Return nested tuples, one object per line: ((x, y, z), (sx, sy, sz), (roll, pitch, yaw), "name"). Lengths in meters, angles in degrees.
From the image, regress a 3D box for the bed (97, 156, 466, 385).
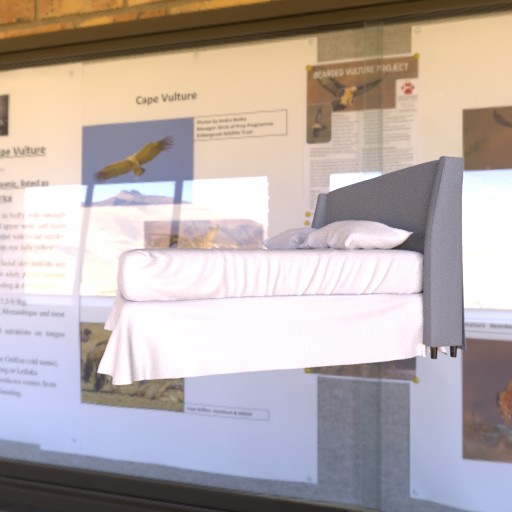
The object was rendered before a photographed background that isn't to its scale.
((0.000, 0.000, 3.445), (2.276, 1.332, 1.925), (0, 0, -18), "bed")
